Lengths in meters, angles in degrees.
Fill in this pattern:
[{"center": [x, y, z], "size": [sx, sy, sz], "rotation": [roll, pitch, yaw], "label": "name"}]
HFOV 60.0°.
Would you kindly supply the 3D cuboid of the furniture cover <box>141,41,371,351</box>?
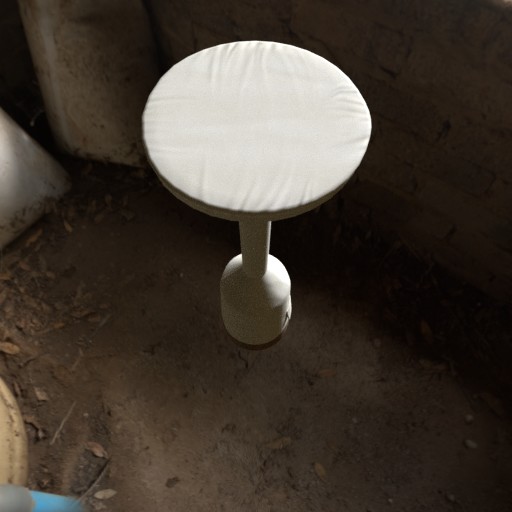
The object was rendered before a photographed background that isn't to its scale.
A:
[{"center": [0.000, 0.000, 2.827], "size": [0.914, 2.413, 0.914], "rotation": [1, 63, 0], "label": "furniture cover"}]
